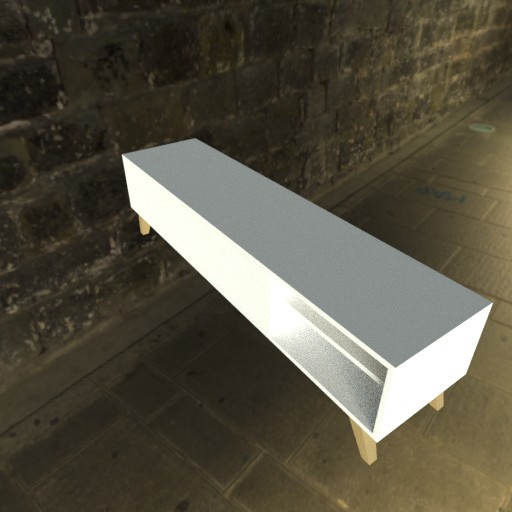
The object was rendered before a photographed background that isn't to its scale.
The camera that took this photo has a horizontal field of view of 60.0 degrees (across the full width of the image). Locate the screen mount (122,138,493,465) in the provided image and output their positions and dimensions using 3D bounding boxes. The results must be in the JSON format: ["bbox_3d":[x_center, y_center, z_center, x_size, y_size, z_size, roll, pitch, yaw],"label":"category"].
[{"bbox_3d":[0.000,0.000,1.777,0.399,0.432,1.644,-22,39,-29],"label":"screen mount"}]
